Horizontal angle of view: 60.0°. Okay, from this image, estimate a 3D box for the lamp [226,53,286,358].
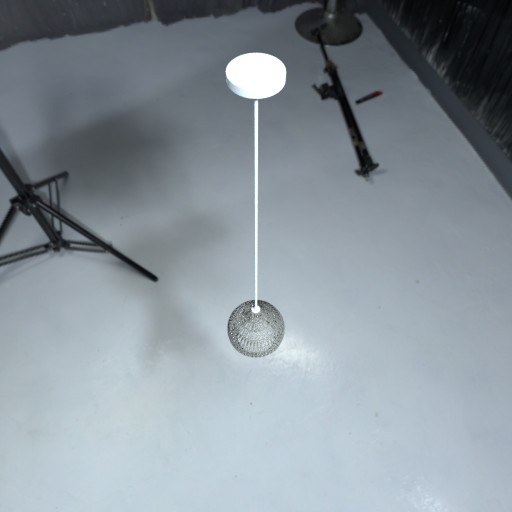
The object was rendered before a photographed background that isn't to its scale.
[{"bbox_3d":[0.000,0.000,2.040,0.355,1.919,0.355,-14,59,-8],"label":"lamp"}]
